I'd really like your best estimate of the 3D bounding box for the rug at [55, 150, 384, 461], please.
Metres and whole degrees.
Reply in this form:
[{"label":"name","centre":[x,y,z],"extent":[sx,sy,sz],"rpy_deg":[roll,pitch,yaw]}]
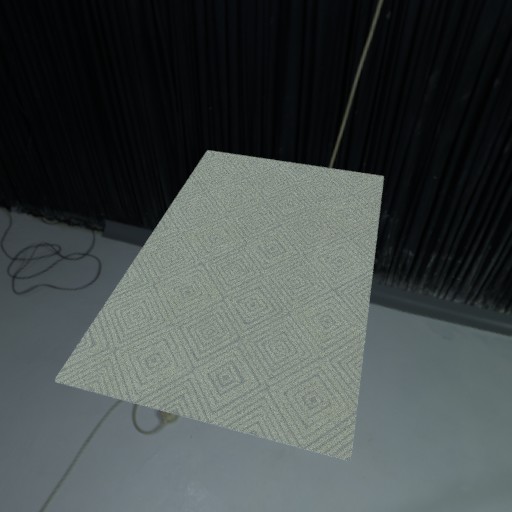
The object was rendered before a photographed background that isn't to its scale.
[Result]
[{"label":"rug","centre":[0.000,0.000,2.215],"extent":[1.143,0.008,1.753],"rpy_deg":[11,45,11]}]
